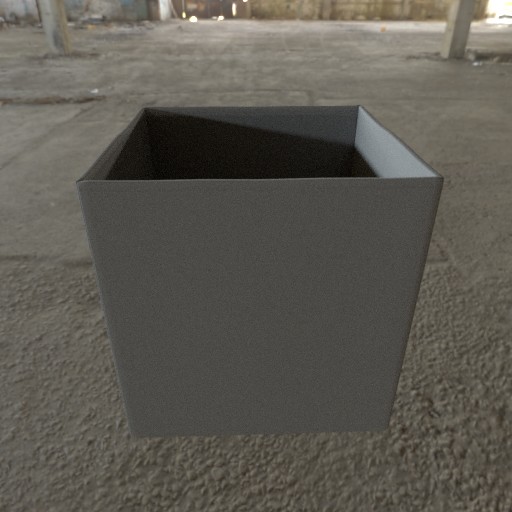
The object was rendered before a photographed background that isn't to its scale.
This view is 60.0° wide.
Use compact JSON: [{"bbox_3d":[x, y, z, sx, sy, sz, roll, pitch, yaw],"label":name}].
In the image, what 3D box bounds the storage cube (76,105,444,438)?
[{"bbox_3d":[0.000,0.000,0.501,0.270,0.280,0.270,-1,30,-2],"label":"storage cube"}]
